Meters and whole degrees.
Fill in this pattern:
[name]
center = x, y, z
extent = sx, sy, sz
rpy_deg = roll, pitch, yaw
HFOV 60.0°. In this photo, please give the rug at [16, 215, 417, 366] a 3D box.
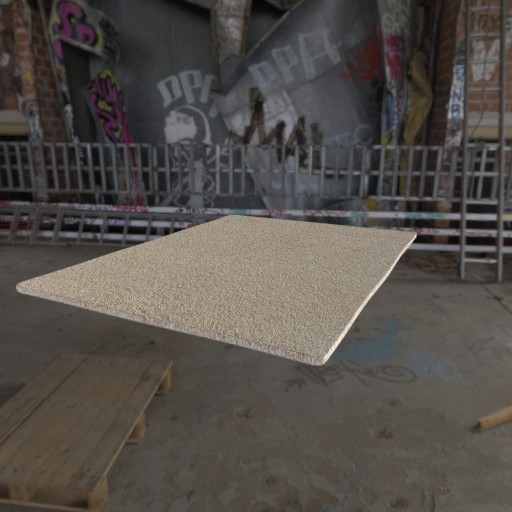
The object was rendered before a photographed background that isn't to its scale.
[rug]
center = 0.000, 0.000, 2.053
extent = 1.200, 0.027, 1.600
rpy_deg = 8, 18, 26
